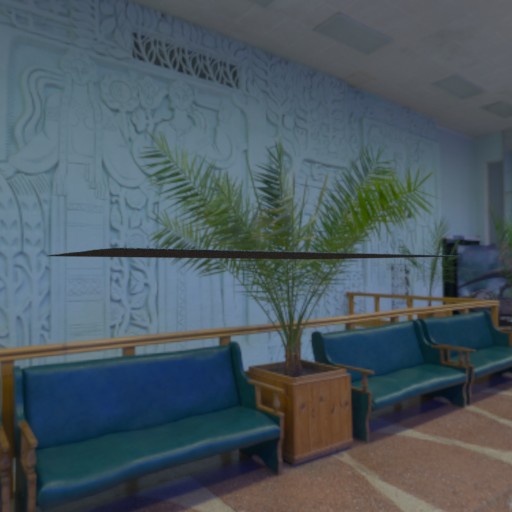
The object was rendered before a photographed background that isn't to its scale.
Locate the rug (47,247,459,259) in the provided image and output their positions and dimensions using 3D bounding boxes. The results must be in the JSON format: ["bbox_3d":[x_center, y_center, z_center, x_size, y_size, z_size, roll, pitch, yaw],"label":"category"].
[{"bbox_3d":[0.000,0.000,4.237,3.371,0.008,2.190,1,-2,-34],"label":"rug"}]
